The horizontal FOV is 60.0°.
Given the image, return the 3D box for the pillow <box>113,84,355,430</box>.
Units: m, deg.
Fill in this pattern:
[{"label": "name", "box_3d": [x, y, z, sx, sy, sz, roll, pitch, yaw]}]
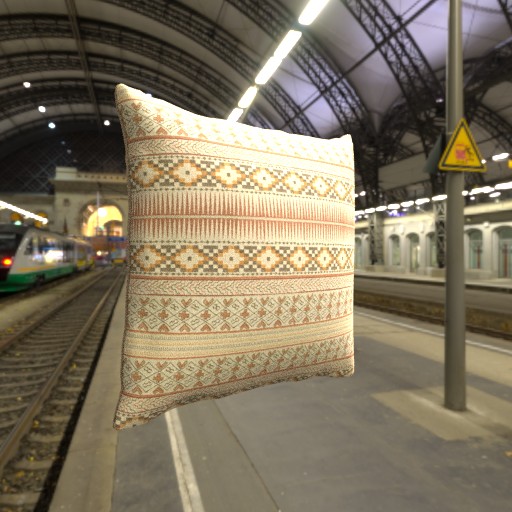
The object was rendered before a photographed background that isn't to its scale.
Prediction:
[{"label": "pillow", "box_3d": [0.000, 0.000, 0.805, 0.521, 0.519, 0.215, 0, 0, -37]}]
